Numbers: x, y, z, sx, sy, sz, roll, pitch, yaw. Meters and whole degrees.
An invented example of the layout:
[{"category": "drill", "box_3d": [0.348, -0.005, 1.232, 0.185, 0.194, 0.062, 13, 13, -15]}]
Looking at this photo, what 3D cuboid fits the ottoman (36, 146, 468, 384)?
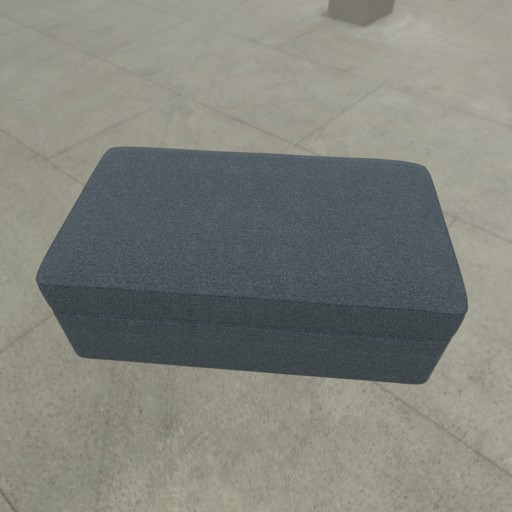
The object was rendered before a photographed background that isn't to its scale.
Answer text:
[{"category": "ottoman", "box_3d": [0.000, 0.000, 1.532, 1.173, 0.494, 0.681, 4, 47, 3]}]
